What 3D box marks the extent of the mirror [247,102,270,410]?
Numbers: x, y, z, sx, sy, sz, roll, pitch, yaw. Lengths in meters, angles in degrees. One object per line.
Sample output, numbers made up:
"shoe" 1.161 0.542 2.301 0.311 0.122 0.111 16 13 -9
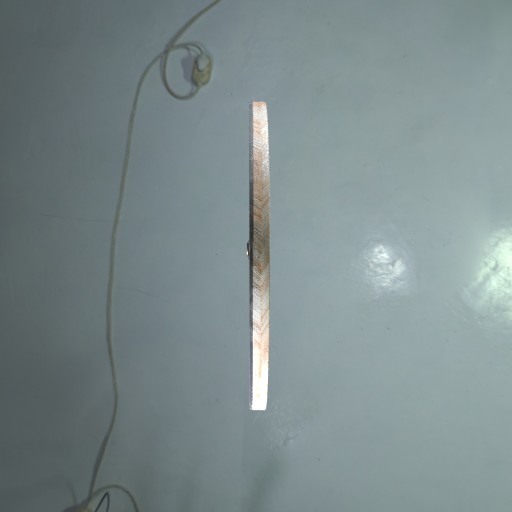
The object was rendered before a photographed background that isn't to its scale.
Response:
"mirror" 0.000 0.000 1.084 0.038 0.710 0.710 0 90 -1
